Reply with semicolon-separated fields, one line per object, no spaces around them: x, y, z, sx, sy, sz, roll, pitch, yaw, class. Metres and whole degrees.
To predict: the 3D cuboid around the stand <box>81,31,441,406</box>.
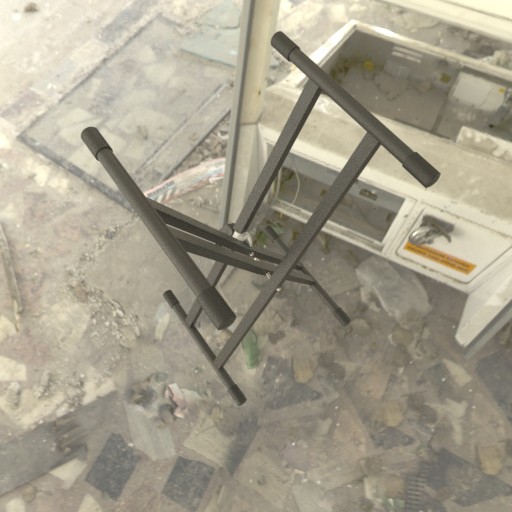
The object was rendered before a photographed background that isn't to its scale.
0.000;0.000;1.237;0.503;0.900;0.495;-33;68;-15;stand
